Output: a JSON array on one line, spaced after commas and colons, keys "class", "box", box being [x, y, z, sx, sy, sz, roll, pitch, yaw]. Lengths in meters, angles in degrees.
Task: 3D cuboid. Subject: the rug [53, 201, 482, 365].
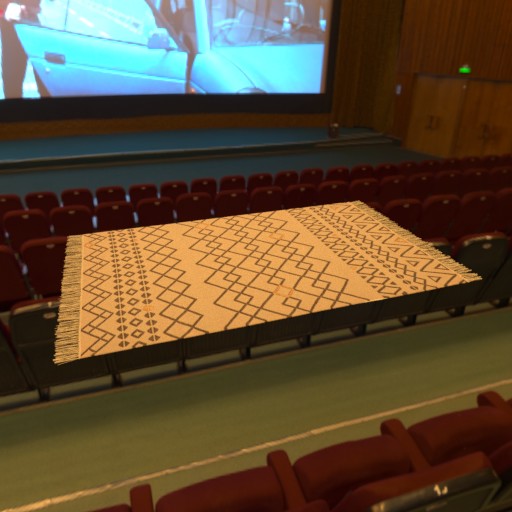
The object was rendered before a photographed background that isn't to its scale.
[{"class": "rug", "box": [0.000, 0.000, 2.458, 2.023, 0.028, 1.224, -9, 28, -16]}]
